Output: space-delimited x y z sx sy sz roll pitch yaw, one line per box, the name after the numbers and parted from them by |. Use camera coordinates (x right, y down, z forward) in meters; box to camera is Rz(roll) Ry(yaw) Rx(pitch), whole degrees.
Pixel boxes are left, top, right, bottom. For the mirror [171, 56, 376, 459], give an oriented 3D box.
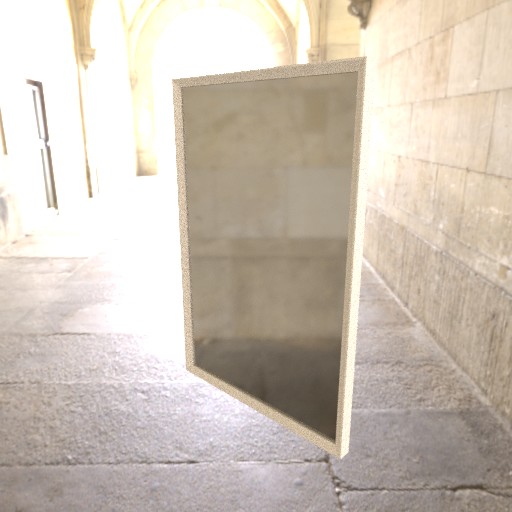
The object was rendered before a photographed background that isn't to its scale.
0.000 0.000 1.176 0.609 0.915 0.041 15 22 41 | mirror
